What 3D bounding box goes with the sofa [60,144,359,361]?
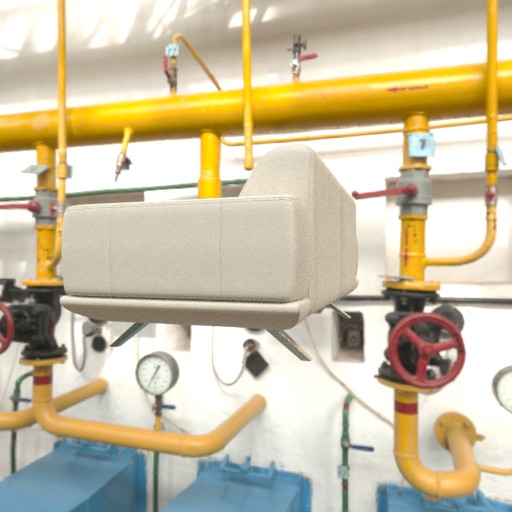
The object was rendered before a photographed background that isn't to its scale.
[{"bbox_3d":[0.000,0.000,2.339,0.900,0.772,1.901,0,-1,18],"label":"sofa"}]
